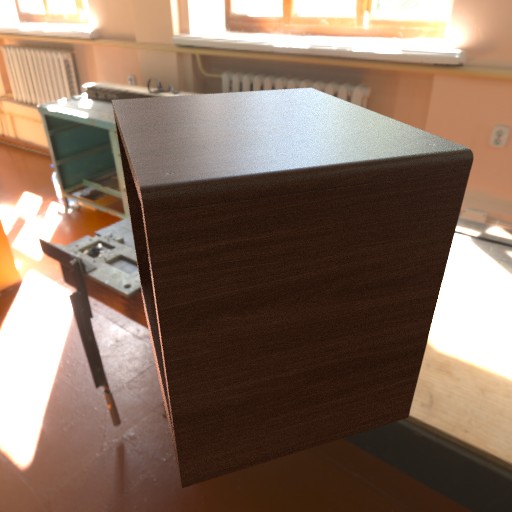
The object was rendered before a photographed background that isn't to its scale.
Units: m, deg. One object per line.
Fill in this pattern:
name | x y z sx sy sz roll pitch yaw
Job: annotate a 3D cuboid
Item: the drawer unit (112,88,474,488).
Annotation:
drawer unit | 0.000 0.000 0.581 0.290 0.351 0.349 -10 31 -16
